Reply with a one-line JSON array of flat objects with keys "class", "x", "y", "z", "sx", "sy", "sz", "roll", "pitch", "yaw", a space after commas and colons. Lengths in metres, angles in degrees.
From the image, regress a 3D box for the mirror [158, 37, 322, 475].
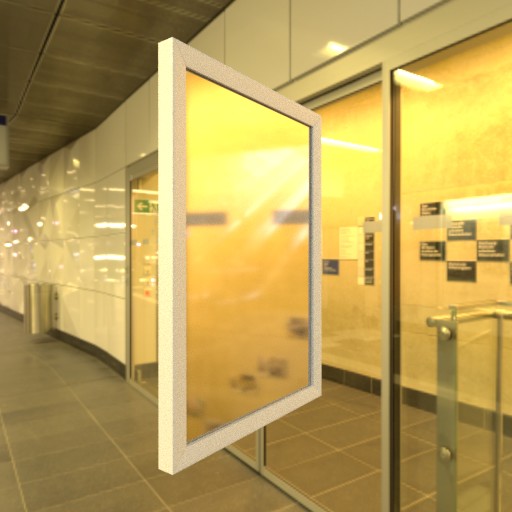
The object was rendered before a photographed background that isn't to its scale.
[{"class": "mirror", "x": 0.000, "y": 0.000, "z": 0.933, "sx": 0.040, "sy": 0.710, "sz": 0.507, "roll": 0, "pitch": 0, "yaw": 36}]
